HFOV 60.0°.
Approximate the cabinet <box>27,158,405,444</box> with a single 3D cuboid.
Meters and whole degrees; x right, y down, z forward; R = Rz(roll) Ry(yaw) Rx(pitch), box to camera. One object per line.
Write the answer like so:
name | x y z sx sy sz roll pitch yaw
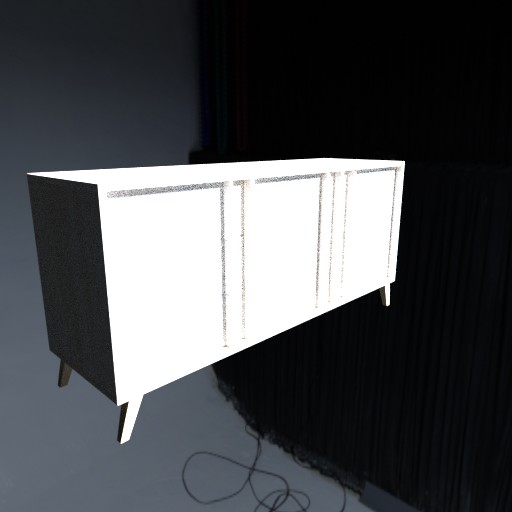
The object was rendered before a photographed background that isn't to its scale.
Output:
cabinet | 0.000 0.000 1.960 0.500 0.780 1.649 14 20 43
